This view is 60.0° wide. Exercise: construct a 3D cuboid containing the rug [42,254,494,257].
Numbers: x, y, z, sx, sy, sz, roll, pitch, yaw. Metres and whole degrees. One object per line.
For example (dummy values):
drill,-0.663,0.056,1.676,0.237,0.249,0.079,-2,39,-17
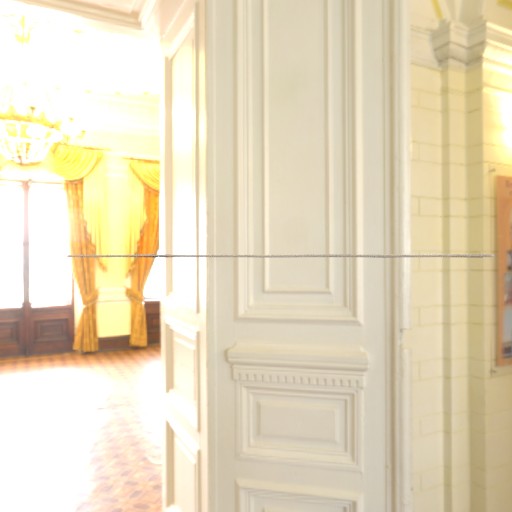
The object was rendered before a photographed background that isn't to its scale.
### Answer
rug,0.000,0.000,2.637,2.383,0.018,0.857,0,0,18
